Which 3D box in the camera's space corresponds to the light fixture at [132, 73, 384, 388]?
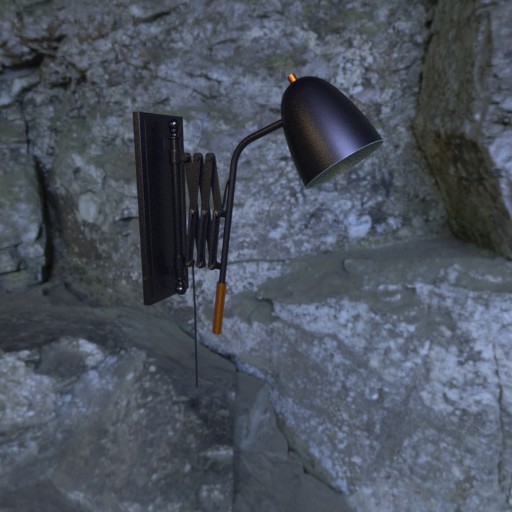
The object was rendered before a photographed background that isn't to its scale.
[{"bbox_3d":[0.000,0.000,0.941,0.499,0.715,0.162,7,14,26],"label":"light fixture"}]
